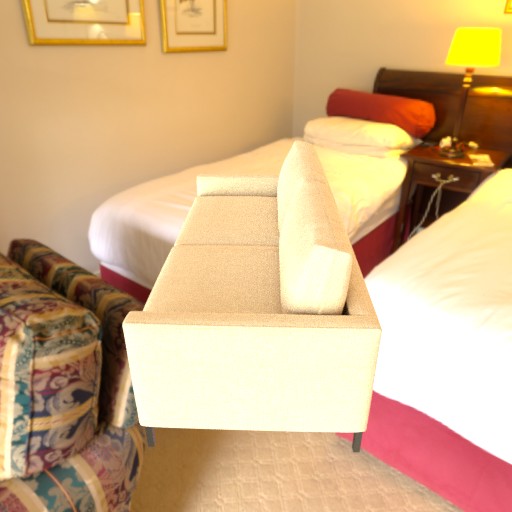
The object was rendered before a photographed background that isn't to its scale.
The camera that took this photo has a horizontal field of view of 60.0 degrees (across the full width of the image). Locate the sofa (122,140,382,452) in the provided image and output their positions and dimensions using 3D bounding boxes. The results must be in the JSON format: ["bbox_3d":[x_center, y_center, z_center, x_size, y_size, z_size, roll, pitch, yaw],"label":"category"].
[{"bbox_3d":[0.000,0.000,2.162,0.839,0.812,1.651,1,27,2],"label":"sofa"}]
